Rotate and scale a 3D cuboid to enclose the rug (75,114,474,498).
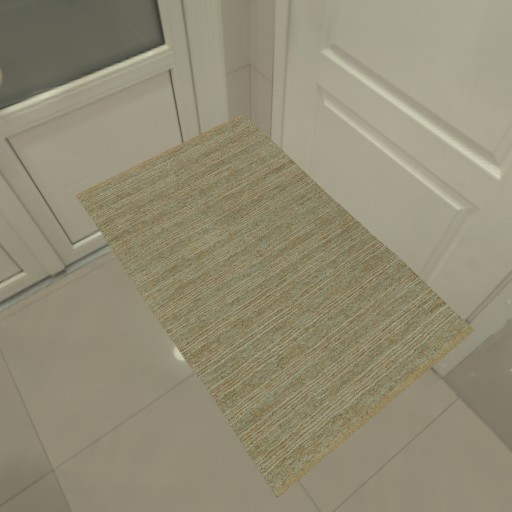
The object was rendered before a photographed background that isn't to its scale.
[{"bbox_3d":[0.000,0.000,2.996,1.540,0.012,2.448,-32,63,-19],"label":"rug"}]
